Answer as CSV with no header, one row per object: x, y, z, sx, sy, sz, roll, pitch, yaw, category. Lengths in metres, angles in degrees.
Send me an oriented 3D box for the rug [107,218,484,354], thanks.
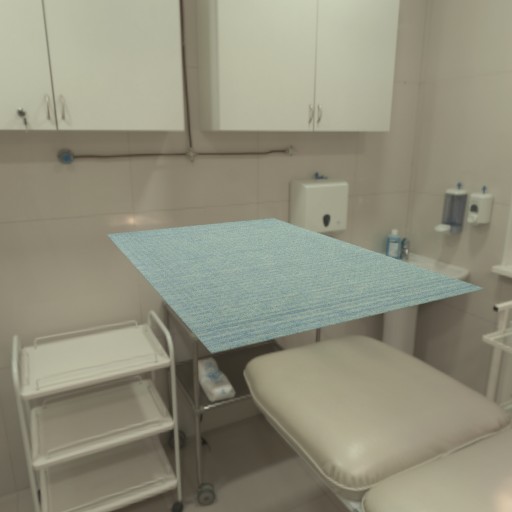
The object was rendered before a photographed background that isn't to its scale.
0.000,0.000,3.798,1.982,0.006,2.895,-8,17,-26,rug
